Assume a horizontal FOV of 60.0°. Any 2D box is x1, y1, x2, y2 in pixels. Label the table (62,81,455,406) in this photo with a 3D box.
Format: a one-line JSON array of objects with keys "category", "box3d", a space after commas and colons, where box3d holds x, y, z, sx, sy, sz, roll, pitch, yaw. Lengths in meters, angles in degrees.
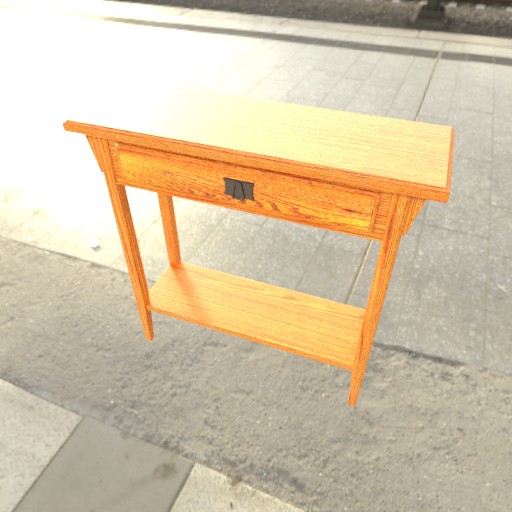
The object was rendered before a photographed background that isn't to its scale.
[{"category": "table", "box3d": [0.000, 0.000, 1.131, 0.762, 0.711, 0.254, 14, 43, 15]}]
